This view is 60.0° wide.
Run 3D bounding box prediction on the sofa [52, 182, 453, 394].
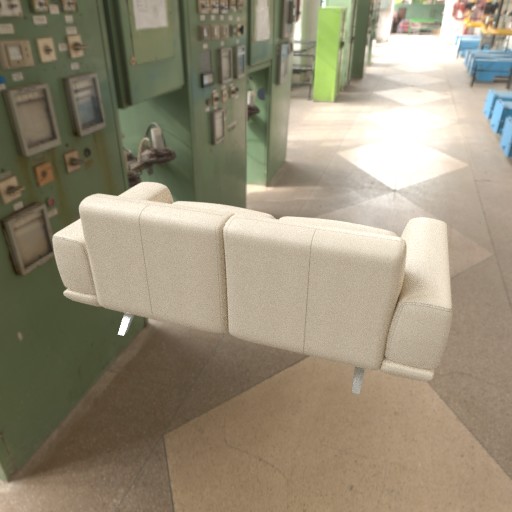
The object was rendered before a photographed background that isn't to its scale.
[{"bbox_3d":[0.000,0.000,2.378,1.901,0.772,0.900,10,31,17],"label":"sofa"}]
